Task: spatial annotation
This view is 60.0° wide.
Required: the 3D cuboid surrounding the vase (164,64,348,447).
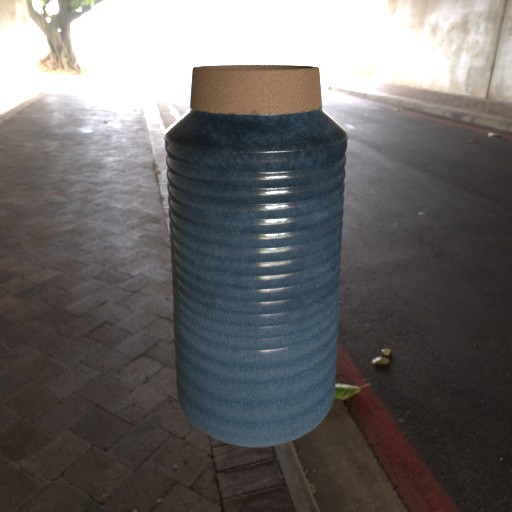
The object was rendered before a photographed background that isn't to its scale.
[{"bbox_3d":[0.000,0.000,0.402,0.163,0.316,0.163,0,25,0],"label":"vase"}]
